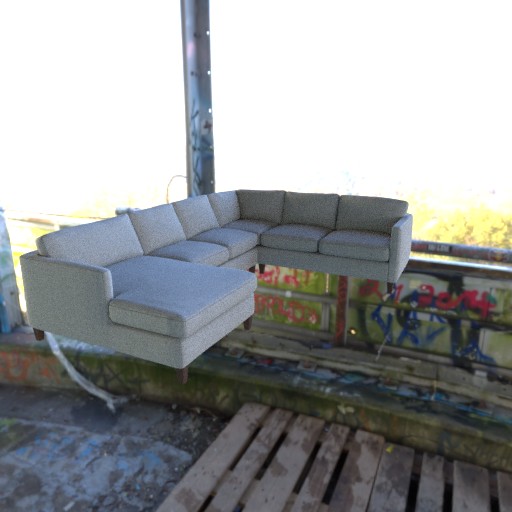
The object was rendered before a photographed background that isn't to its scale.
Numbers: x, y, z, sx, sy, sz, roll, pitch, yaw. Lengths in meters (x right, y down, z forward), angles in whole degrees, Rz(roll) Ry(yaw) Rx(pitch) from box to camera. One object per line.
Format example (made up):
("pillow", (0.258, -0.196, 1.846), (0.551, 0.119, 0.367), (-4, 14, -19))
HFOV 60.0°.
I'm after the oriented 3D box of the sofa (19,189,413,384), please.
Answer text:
("sofa", (0.000, 0.000, 4.513), (2.593, 0.959, 3.460), (8, 17, 26))
